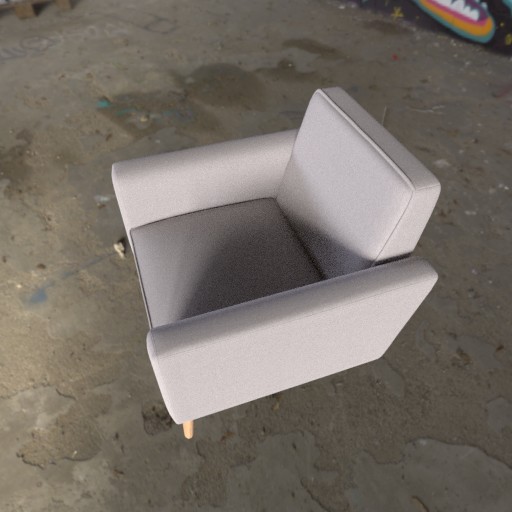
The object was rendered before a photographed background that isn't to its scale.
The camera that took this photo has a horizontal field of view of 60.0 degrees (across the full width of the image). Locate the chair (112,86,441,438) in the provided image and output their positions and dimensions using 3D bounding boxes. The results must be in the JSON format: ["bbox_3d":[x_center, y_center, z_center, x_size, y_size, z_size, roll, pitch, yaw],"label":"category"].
[{"bbox_3d":[0.000,0.000,1.405,0.750,0.780,0.780,-14,48,-13],"label":"chair"}]
